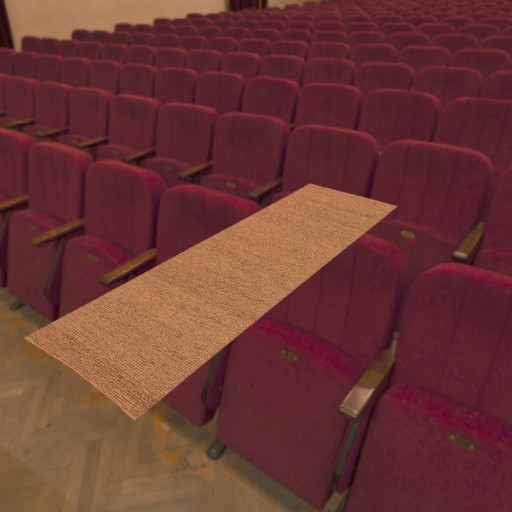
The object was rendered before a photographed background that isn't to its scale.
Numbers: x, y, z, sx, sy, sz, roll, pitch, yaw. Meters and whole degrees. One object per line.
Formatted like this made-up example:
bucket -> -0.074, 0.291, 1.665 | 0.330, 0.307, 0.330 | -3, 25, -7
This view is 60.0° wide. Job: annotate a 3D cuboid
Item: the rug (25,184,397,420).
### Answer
rug -> 0.000, 0.000, 2.579 | 0.741, 0.014, 2.390 | 21, 36, 32
